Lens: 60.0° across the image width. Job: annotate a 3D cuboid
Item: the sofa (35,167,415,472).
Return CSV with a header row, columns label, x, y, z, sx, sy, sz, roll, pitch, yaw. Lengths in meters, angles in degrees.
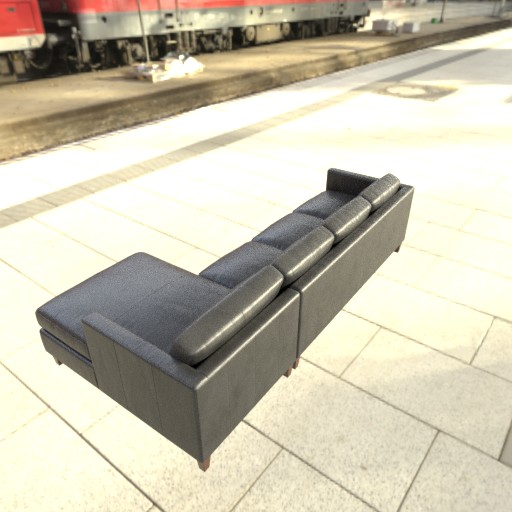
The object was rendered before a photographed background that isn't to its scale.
label,x,y,z,sx,sy,sz,roll,pitch,yaw
sofa,0.000,0.000,3.829,1.581,0.883,3.203,21,37,30
